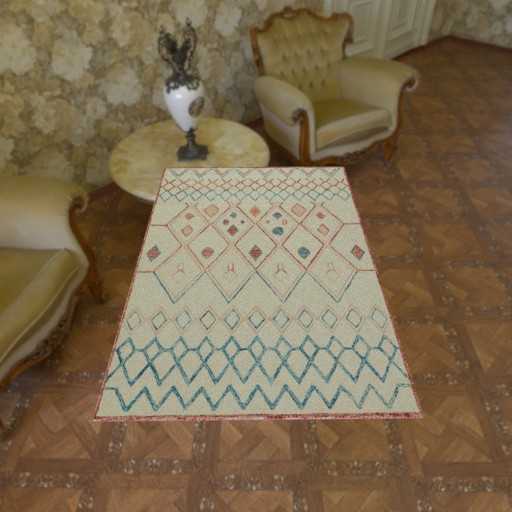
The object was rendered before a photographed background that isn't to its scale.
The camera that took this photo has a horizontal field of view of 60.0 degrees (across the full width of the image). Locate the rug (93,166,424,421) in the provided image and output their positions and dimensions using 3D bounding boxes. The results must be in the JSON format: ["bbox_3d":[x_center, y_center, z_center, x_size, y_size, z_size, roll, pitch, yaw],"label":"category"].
[{"bbox_3d":[0.000,0.000,2.317,1.219,0.016,1.829,0,41,0],"label":"rug"}]
